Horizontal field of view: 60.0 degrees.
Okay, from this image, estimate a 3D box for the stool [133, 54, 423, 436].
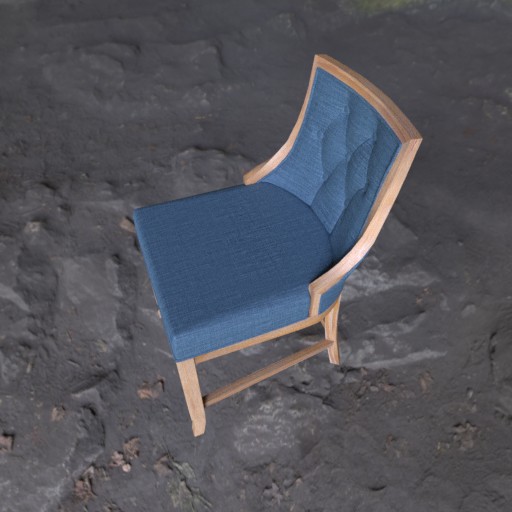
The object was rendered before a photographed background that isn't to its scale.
[{"bbox_3d":[0.000,0.000,1.318,0.626,0.938,0.524,-16,49,-14],"label":"stool"}]
